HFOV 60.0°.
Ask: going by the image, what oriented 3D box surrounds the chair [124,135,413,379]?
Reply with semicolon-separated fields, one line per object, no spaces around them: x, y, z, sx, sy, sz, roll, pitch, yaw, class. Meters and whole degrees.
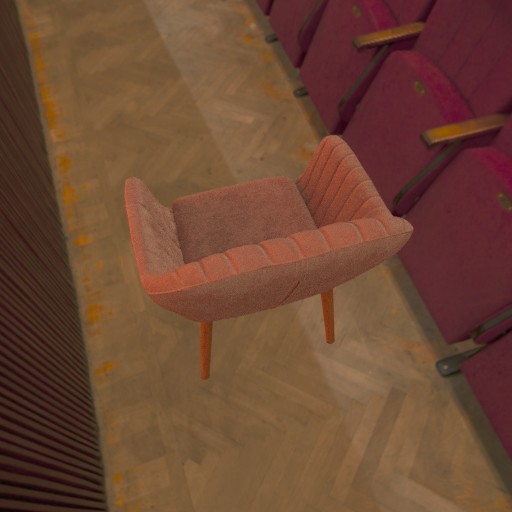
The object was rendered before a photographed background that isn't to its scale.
0.000;0.000;1.241;0.610;0.832;0.570;-14;59;-9;chair
